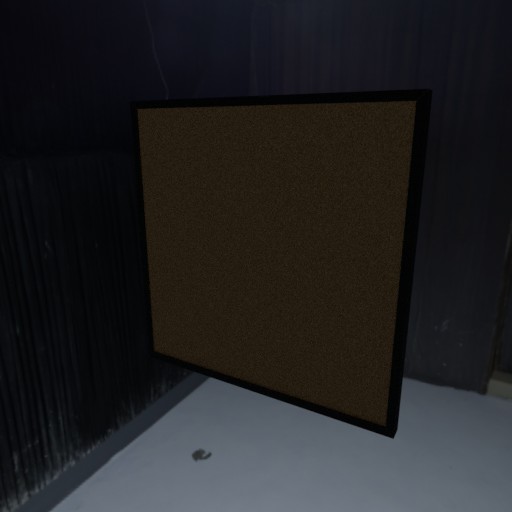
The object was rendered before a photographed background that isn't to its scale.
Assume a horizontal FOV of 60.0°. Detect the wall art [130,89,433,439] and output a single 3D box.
[{"bbox_3d":[0.000,0.000,1.121,0.761,0.761,0.037,9,18,29],"label":"wall art"}]
